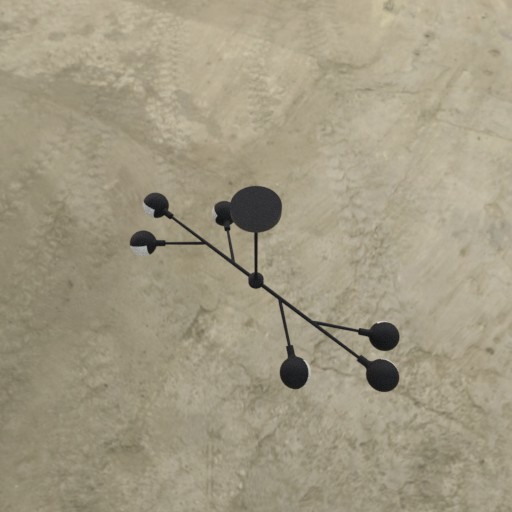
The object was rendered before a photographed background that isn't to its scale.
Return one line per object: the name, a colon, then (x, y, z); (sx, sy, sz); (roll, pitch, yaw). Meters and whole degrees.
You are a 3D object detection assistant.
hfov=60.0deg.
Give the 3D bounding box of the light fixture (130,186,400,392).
light fixture: (0.000, 0.000, 1.009); (0.434, 0.362, 0.778); (-29, 62, -17)
